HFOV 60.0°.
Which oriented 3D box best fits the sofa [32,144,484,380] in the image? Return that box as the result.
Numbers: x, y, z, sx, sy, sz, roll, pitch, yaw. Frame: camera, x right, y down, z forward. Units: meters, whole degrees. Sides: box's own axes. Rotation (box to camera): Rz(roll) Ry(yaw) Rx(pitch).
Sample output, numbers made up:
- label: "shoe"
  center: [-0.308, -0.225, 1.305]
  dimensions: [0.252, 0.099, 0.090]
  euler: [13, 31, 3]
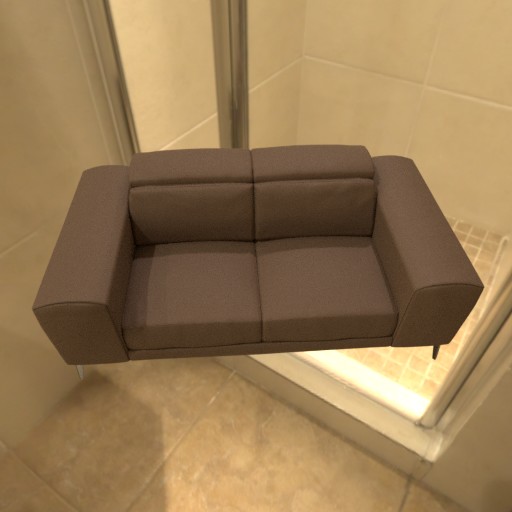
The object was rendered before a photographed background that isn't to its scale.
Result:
- label: "sofa"
  center: [0.000, 0.000, 2.320]
  dimensions: [1.895, 0.779, 1.003]
  euler: [-3, 45, -3]
